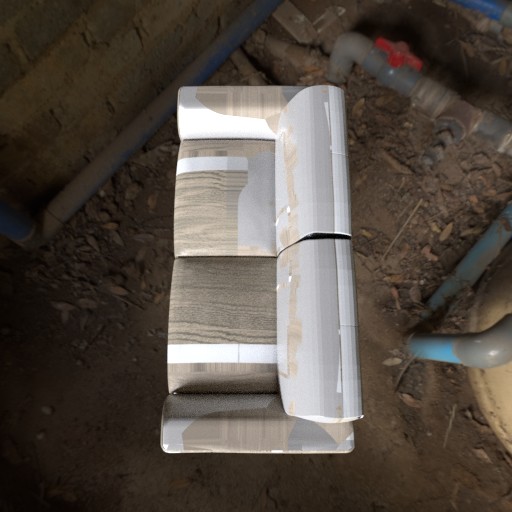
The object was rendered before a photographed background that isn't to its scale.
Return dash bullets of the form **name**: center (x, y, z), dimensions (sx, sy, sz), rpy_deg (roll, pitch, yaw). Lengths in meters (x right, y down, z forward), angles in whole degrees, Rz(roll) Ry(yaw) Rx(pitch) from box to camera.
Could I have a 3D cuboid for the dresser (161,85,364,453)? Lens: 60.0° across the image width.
- **dresser**: center (0.000, 0.000, 5.753), dimensions (2.251, 1.863, 4.679), rpy_deg (0, 75, 0)
